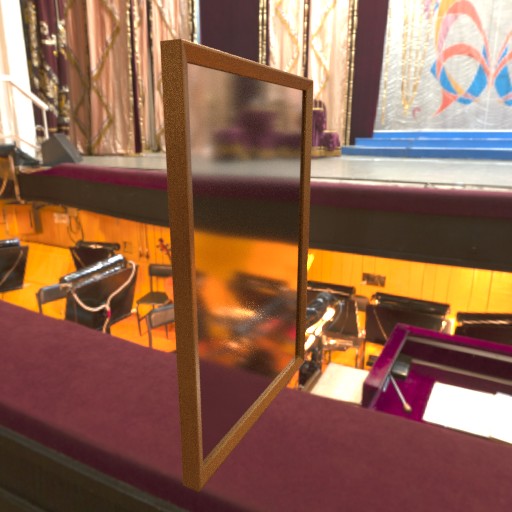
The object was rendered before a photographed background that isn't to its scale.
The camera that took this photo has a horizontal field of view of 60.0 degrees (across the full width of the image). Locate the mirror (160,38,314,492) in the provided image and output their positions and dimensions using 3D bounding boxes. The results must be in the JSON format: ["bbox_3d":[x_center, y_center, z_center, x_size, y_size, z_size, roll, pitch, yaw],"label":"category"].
[{"bbox_3d":[0.000,0.000,0.892,0.039,0.710,0.507,8,17,26],"label":"mirror"}]
